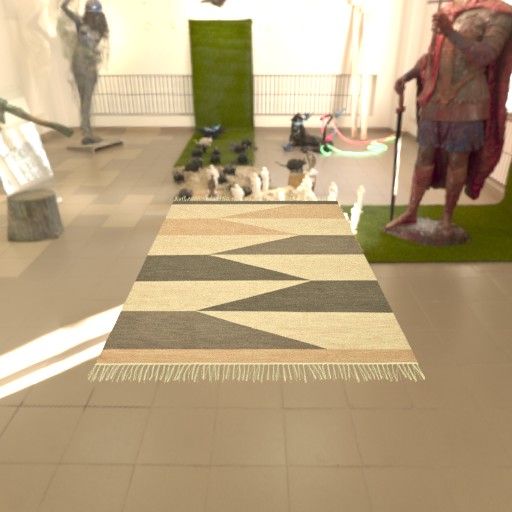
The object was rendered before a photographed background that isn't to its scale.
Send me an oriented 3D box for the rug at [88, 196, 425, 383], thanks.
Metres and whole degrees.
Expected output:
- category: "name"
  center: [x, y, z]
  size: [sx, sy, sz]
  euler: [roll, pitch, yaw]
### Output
- category: "rug"
  center: [0.000, 0.000, 2.489]
  size: [1.224, 0.027, 2.021]
  euler: [0, 27, 0]
